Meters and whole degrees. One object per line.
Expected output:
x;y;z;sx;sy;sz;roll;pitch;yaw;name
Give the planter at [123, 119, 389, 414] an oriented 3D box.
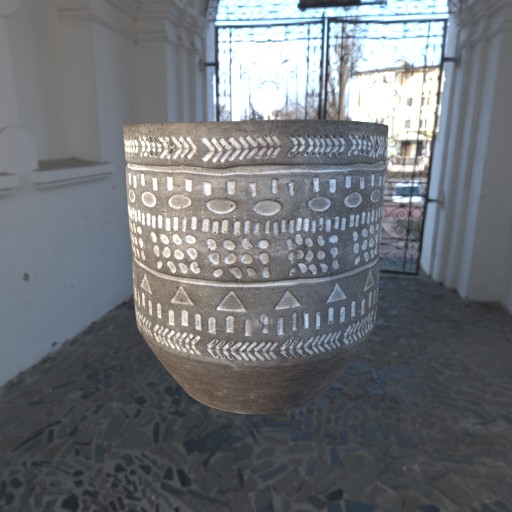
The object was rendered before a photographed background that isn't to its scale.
0.000;0.000;0.225;0.122;0.128;0.122;0;15;0;planter
